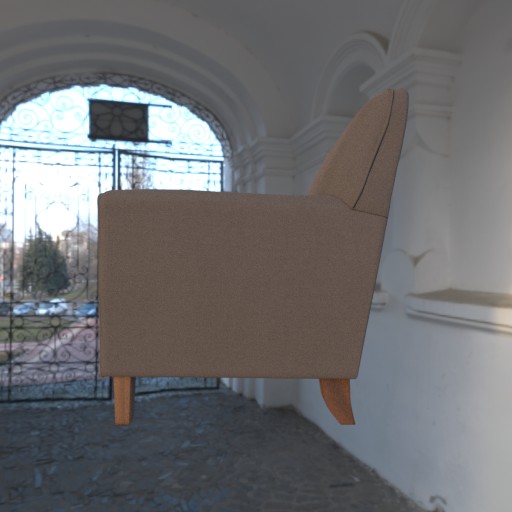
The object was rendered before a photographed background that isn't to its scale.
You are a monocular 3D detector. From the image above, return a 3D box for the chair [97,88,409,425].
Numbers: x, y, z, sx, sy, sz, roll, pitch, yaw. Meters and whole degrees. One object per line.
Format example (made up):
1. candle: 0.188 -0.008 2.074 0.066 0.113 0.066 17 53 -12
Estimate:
1. chair: 0.000 0.000 1.564 0.831 0.911 0.836 0 -1 0
